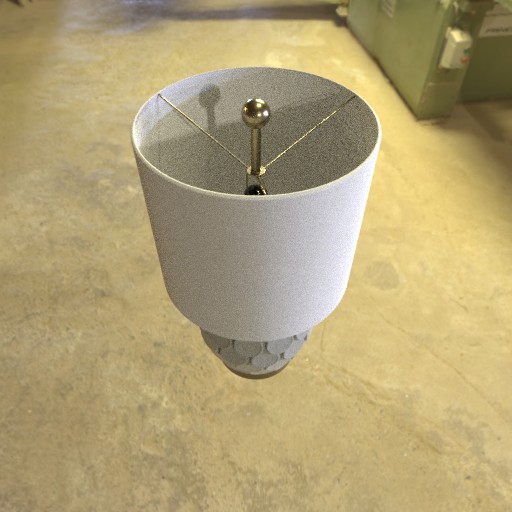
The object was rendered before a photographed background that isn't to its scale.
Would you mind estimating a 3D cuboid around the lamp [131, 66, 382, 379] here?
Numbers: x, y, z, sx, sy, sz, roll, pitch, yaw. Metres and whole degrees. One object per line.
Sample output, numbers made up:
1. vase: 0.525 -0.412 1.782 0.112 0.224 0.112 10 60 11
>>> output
1. lamp: 0.000 0.000 0.604 0.254 0.452 0.254 0 47 0
